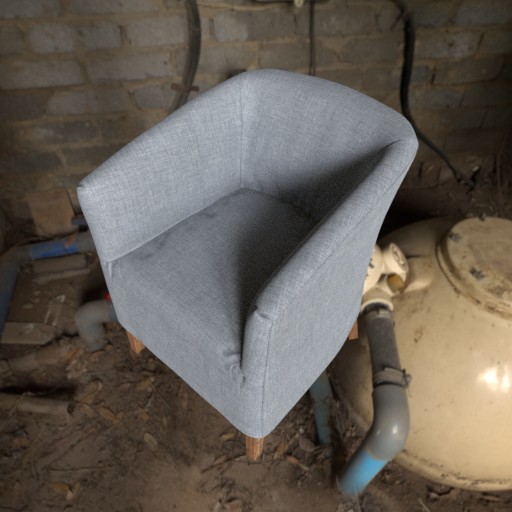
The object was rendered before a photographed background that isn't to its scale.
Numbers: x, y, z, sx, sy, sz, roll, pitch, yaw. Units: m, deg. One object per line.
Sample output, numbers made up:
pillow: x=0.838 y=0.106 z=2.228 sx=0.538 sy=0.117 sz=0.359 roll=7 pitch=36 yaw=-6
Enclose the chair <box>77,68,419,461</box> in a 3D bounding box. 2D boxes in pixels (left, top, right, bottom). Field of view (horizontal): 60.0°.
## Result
chair: x=0.000 y=0.000 z=1.246 sx=0.600 sy=0.771 sz=0.668 roll=32 pitch=54 yaw=27
